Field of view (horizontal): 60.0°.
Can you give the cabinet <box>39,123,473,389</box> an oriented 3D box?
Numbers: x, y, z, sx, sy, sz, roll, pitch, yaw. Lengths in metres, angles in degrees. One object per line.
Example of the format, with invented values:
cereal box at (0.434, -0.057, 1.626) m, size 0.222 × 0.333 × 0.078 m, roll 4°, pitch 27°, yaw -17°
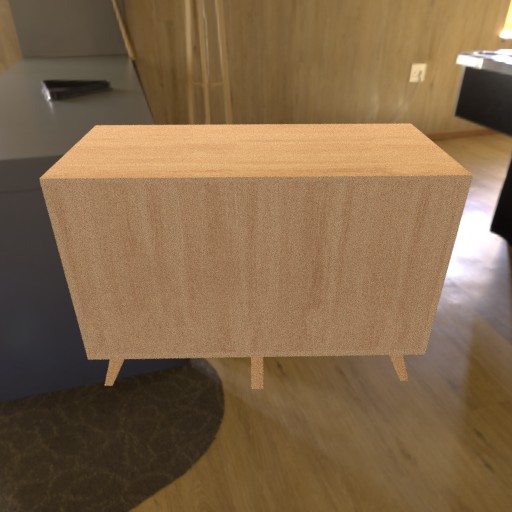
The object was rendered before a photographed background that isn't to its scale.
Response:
cabinet at (0.000, 0.000, 1.550) m, size 1.110 × 0.780 × 0.500 m, roll -1°, pitch 31°, yaw -1°
